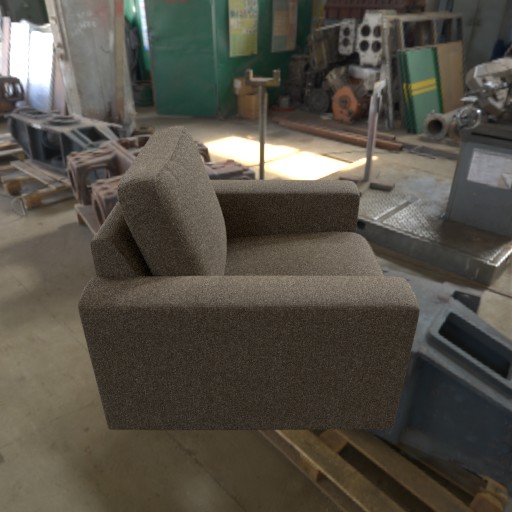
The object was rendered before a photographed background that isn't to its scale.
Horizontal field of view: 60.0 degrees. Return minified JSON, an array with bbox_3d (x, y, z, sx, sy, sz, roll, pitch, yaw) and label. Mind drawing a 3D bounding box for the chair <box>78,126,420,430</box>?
[{"bbox_3d":[0.000,0.000,1.738,1.016,0.873,1.005,0,30,0],"label":"chair"}]
